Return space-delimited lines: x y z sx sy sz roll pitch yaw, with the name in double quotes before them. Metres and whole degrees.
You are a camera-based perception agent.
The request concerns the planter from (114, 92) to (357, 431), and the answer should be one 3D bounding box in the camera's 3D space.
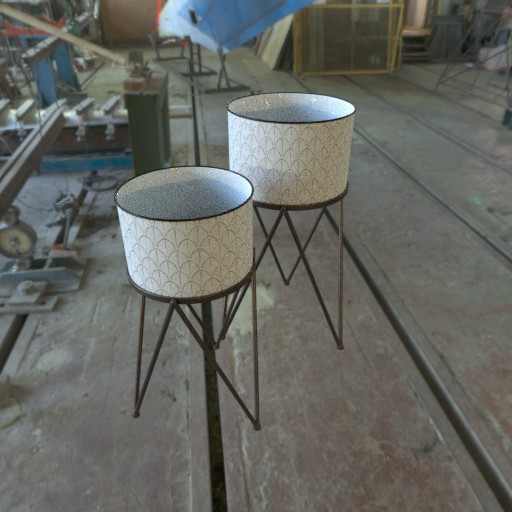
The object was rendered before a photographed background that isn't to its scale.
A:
"planter" 0.000 0.000 1.188 0.413 0.712 0.769 21 37 31
